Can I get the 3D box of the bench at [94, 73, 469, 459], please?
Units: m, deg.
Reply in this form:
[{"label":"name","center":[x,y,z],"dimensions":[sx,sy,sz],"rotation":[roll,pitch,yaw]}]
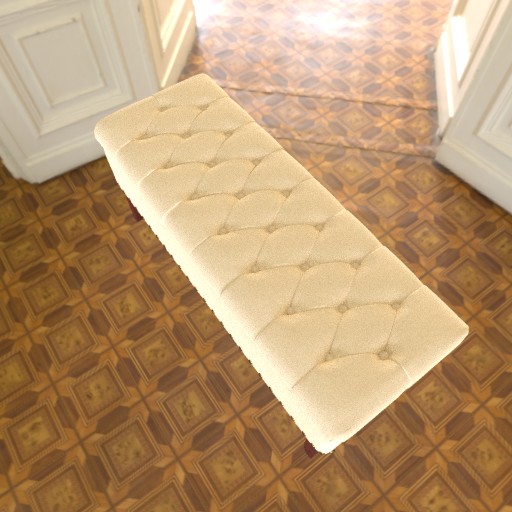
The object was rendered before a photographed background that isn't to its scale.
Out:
[{"label":"bench","center":[0.000,0.000,1.282],"dimensions":[0.400,0.470,1.054],"rotation":[-32,65,-17]}]
